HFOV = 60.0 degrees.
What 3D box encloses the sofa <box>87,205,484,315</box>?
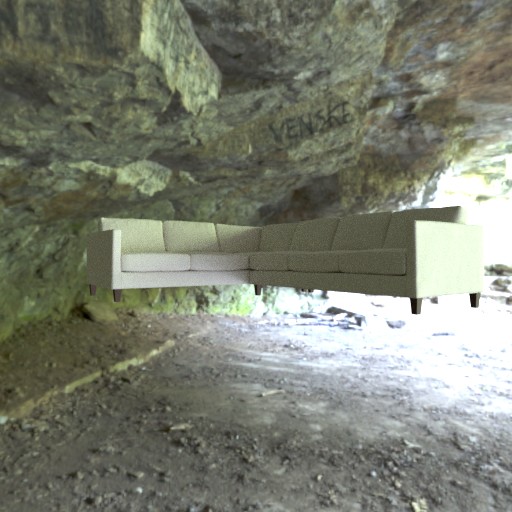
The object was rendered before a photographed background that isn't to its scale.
[{"bbox_3d":[0.000,0.000,4.285,2.432,0.863,3.182,0,-1,-34],"label":"sofa"}]
